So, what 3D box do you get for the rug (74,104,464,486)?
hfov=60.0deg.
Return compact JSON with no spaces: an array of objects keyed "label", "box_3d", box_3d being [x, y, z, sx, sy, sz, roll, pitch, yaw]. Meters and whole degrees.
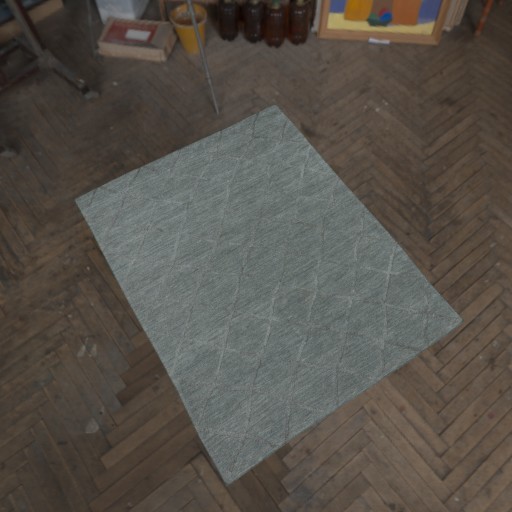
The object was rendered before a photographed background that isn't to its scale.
[{"label":"rug","box_3d":[0.000,0.000,4.168,2.438,0.013,3.048,-29,67,-14]}]
